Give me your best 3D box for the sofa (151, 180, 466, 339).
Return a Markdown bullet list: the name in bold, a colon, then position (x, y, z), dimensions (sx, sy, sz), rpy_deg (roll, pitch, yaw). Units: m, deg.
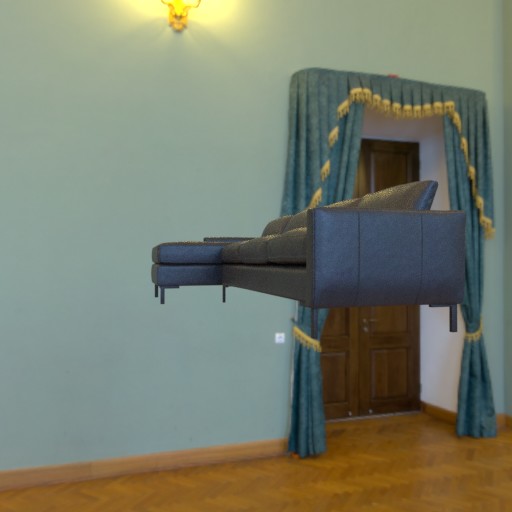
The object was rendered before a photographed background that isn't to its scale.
- **sofa**: position (0.000, 0.000, 3.582), dimensions (1.471, 0.859, 2.993), rpy_deg (0, -1, -17)
